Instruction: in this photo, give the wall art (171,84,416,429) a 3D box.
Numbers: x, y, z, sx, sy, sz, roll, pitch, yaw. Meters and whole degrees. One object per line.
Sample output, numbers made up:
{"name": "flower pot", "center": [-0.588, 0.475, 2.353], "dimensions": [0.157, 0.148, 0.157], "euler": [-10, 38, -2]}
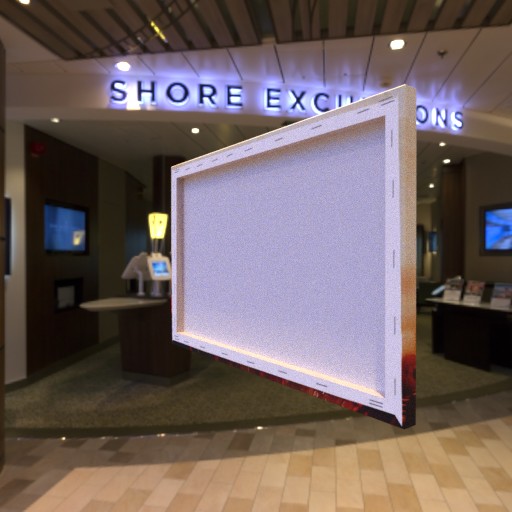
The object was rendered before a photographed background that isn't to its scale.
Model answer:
{"name": "wall art", "center": [0.000, 0.000, 1.149], "dimensions": [0.038, 0.602, 0.918], "euler": [0, 0, -37]}
